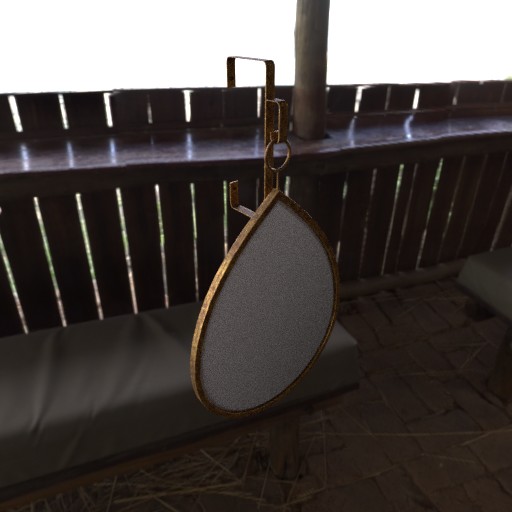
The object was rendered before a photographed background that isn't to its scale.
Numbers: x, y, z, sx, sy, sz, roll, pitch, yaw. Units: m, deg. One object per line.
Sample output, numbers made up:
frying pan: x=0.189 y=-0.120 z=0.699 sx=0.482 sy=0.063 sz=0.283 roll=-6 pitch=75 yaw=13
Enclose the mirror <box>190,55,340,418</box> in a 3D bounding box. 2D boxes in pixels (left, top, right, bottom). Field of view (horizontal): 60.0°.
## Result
mirror: x=0.000 y=0.000 z=0.912 sx=0.405 sy=0.744 sz=0.144 roll=-22 pitch=36 yaw=-33
